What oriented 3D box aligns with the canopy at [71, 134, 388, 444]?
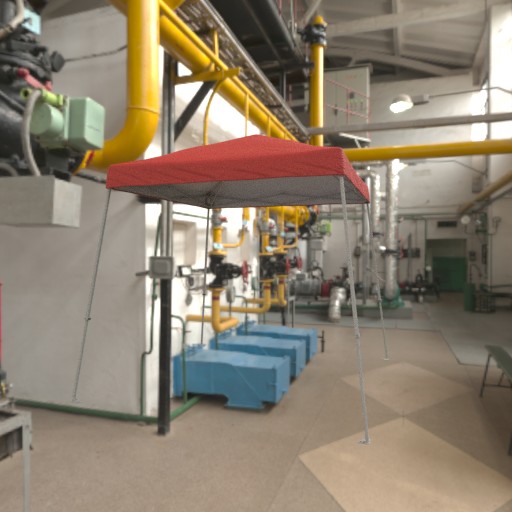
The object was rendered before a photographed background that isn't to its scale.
[{"bbox_3d":[0.000,0.000,6.569,3.600,3.600,3.599,0,1,19],"label":"canopy"}]
